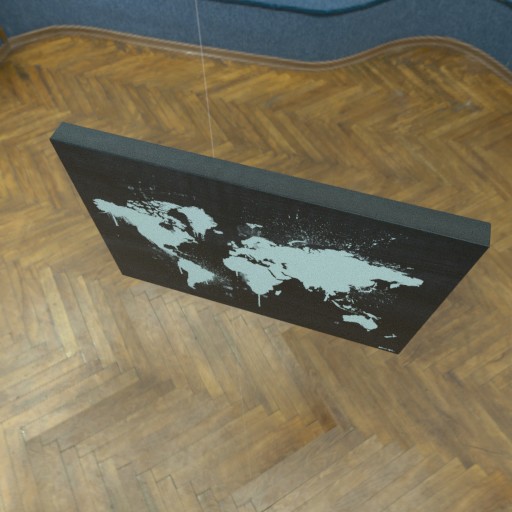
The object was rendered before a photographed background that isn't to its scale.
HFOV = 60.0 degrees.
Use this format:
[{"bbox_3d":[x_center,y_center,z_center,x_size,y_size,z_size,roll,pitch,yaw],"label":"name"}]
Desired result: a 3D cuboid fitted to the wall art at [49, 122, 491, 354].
[{"bbox_3d":[0.000,0.000,0.770,0.610,0.409,0.038,15,60,9],"label":"wall art"}]
